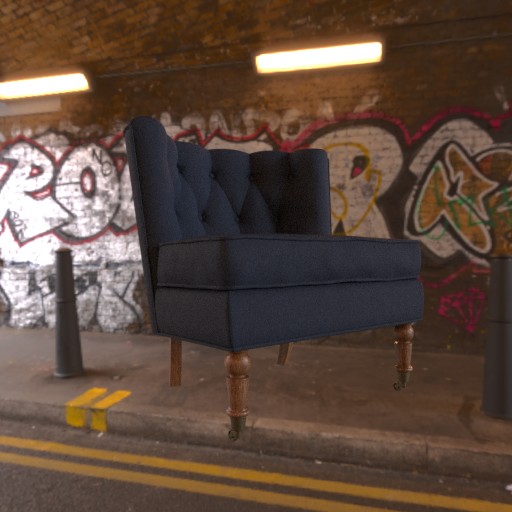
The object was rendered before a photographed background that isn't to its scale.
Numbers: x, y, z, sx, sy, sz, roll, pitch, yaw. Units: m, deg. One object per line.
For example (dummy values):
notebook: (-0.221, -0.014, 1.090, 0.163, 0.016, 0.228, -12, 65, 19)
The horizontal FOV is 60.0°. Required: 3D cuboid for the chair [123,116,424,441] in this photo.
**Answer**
chair: (0.000, 0.000, 1.343, 0.740, 0.771, 0.718, -1, 1, -36)
